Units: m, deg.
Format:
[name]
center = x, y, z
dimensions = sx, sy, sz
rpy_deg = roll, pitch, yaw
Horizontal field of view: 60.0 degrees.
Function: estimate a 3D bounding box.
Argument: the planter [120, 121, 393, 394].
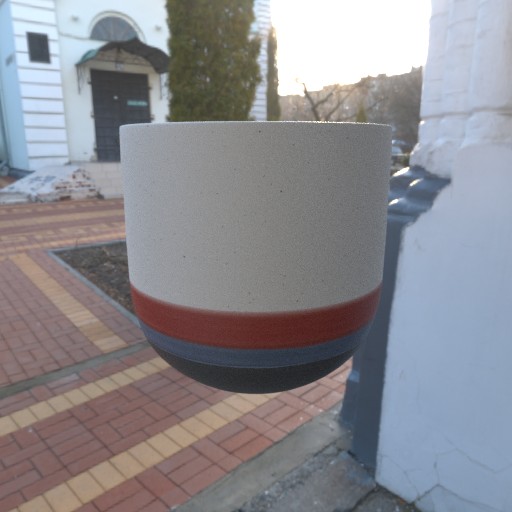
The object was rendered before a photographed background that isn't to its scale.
[planter]
center = 0.000, 0.000, 0.483
dimensions = 0.268, 0.270, 0.268
rpy_deg = 0, 14, 0
